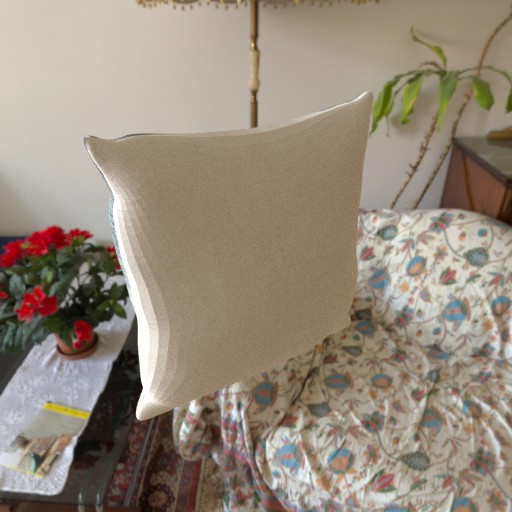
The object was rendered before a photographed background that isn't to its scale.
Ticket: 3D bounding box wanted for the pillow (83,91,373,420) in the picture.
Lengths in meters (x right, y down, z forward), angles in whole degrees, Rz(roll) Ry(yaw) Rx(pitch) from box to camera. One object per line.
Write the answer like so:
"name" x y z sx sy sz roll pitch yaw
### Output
"pillow" 0.000 0.000 0.675 0.440 0.441 0.182 -18 34 -29
